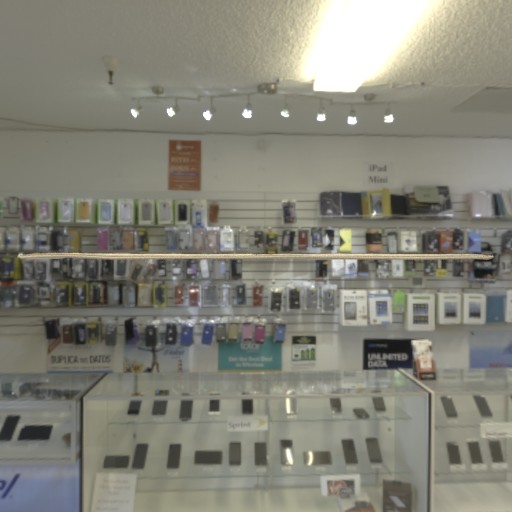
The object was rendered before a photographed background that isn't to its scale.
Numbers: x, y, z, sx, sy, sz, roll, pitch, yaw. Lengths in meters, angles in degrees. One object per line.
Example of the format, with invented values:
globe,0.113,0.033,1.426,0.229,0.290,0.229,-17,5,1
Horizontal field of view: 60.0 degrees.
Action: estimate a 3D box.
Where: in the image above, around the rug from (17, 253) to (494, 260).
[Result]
rug,0.000,0.000,2.621,2.381,0.036,0.831,0,0,-1
